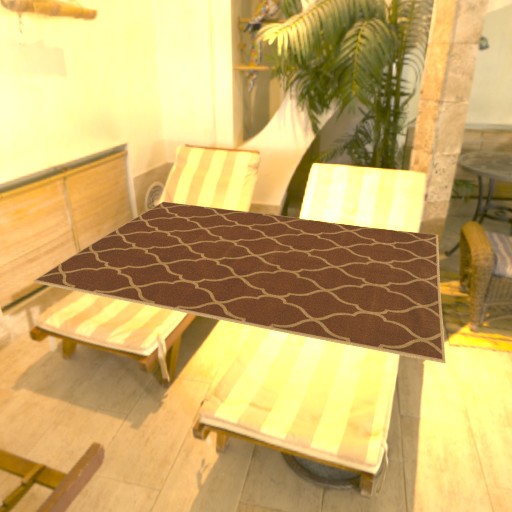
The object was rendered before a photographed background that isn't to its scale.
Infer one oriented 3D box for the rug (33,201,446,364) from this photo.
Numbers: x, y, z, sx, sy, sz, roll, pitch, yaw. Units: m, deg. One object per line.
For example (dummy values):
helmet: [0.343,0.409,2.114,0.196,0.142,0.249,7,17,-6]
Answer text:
rug: [0.000,0.000,2.930,2.290,0.014,1.526,9,27,17]
